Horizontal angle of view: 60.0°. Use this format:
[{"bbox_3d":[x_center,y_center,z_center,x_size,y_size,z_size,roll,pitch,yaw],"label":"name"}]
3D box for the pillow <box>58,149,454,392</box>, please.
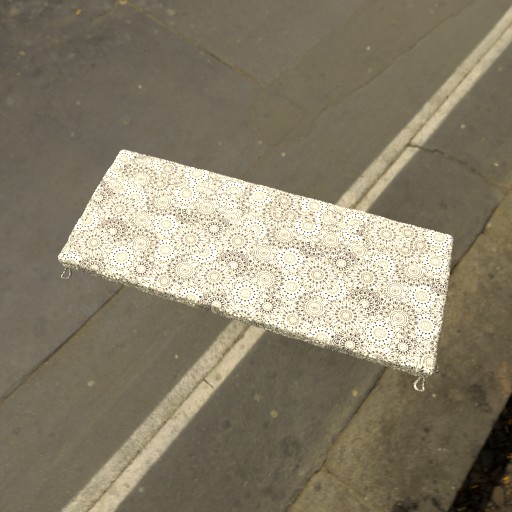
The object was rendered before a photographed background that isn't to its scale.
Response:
[{"bbox_3d":[0.000,0.000,1.378,1.187,0.081,0.492,16,64,8],"label":"pillow"}]
